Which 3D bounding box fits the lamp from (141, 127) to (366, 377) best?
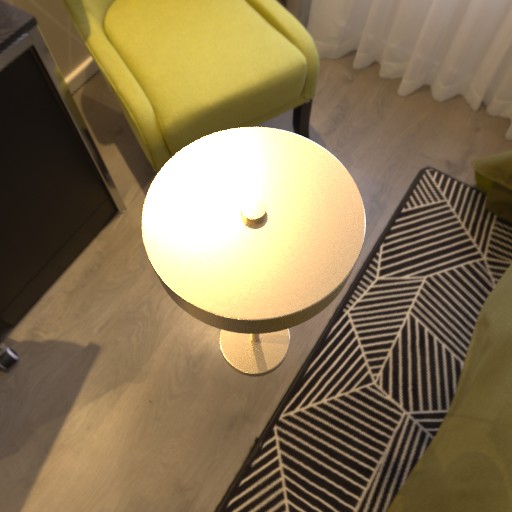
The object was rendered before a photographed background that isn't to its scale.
[{"bbox_3d":[0.000,0.000,0.704,0.229,0.508,0.369,2,64,1],"label":"lamp"}]
